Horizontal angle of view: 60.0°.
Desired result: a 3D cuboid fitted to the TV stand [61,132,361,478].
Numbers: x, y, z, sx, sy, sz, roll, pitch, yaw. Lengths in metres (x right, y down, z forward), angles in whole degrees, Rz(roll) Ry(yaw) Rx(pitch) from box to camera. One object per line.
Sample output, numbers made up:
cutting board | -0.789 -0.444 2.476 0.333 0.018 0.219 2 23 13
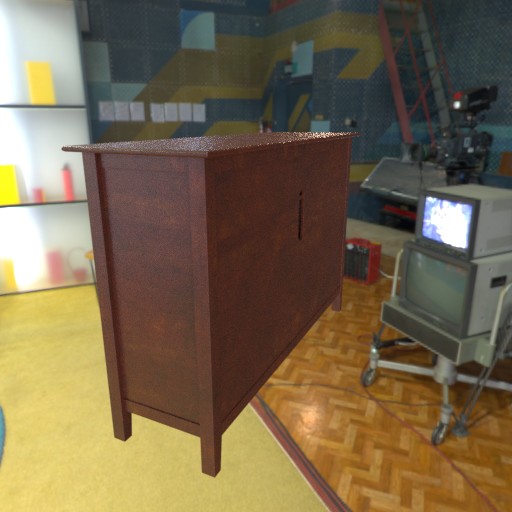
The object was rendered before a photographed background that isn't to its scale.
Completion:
TV stand | 0.000 0.000 1.770 0.445 0.915 1.372 8 19 25
